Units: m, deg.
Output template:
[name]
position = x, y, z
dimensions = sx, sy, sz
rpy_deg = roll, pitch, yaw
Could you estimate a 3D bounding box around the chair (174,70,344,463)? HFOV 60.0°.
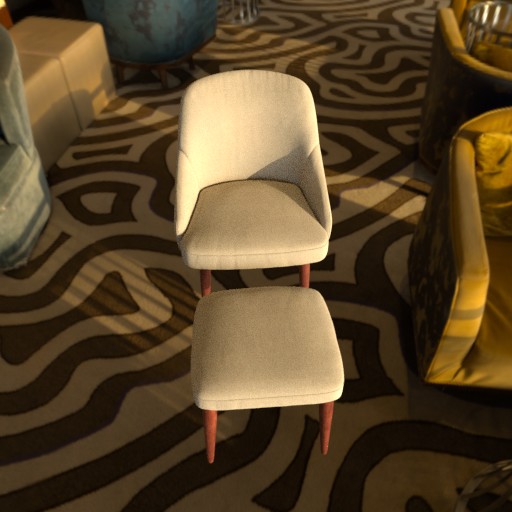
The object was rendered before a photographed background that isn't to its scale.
[chair]
position = 0.000, 0.000, 1.594
dimensions = 0.584, 0.866, 1.114
rpy_deg = -3, 47, -3
